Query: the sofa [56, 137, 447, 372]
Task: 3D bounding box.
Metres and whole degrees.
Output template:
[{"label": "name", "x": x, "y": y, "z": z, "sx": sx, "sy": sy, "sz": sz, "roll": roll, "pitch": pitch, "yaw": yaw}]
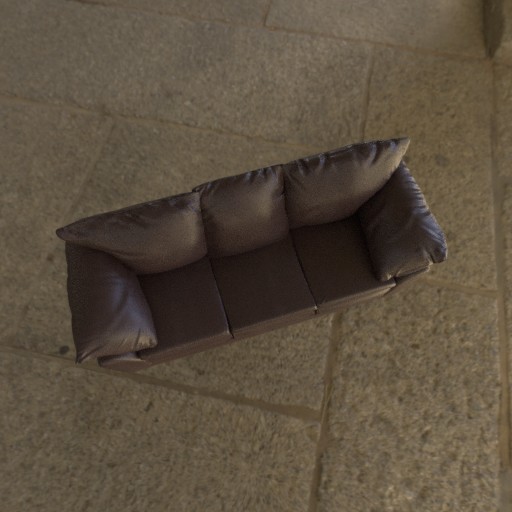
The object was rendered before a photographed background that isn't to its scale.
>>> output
[{"label": "sofa", "x": 0.000, "y": 0.000, "z": 2.979, "sx": 2.390, "sy": 1.091, "sz": 0.907, "roll": -15, "pitch": 65, "yaw": -7}]
